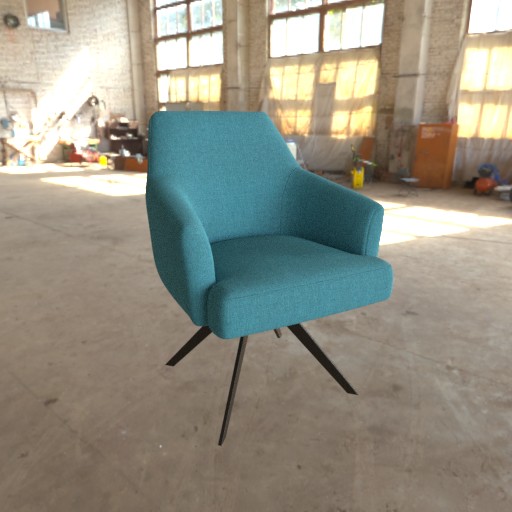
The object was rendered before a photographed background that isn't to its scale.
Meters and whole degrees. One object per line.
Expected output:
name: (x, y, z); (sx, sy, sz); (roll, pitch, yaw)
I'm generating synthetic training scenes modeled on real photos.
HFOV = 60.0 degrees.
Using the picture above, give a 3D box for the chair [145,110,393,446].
chair: (0.000, 0.000, 1.389); (0.642, 0.874, 0.677); (-9, 19, -27)
